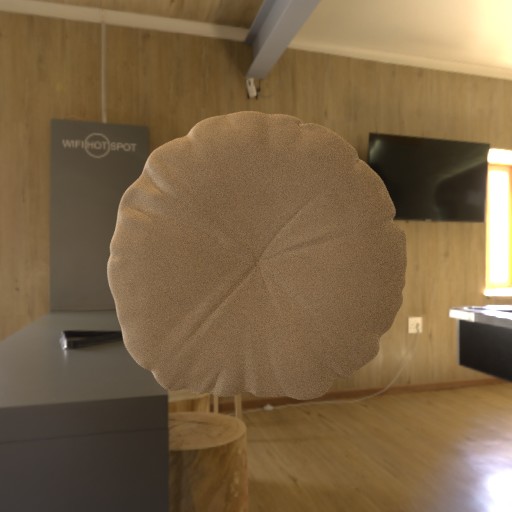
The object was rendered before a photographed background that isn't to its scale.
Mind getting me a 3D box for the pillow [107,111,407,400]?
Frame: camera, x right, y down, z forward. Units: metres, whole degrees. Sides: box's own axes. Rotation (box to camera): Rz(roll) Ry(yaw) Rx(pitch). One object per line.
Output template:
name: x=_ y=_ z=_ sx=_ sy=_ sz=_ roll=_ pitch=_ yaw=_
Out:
pillow: x=0.000 y=0.000 z=0.643 sx=0.428 sy=0.407 sz=0.148 roll=0 pitch=0 yaw=0
